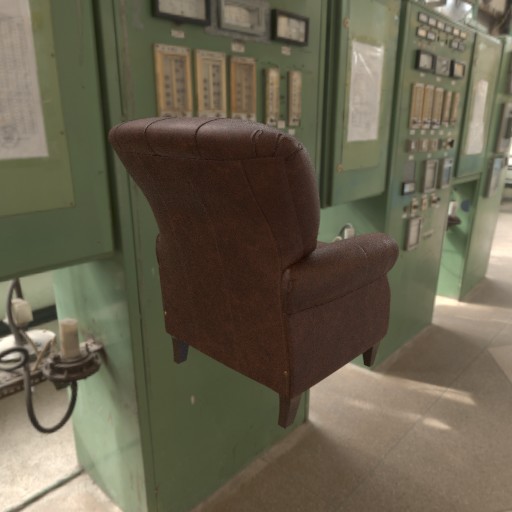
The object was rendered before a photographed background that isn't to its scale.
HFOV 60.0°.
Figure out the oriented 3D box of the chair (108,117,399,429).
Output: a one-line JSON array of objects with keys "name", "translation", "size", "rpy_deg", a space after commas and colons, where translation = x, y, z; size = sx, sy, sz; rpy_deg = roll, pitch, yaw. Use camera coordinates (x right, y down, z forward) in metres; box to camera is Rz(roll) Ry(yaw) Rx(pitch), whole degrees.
[{"name": "chair", "translation": [0.000, 0.000, 1.951], "size": [0.979, 1.162, 1.031], "rpy_deg": [16, 23, 42]}]
